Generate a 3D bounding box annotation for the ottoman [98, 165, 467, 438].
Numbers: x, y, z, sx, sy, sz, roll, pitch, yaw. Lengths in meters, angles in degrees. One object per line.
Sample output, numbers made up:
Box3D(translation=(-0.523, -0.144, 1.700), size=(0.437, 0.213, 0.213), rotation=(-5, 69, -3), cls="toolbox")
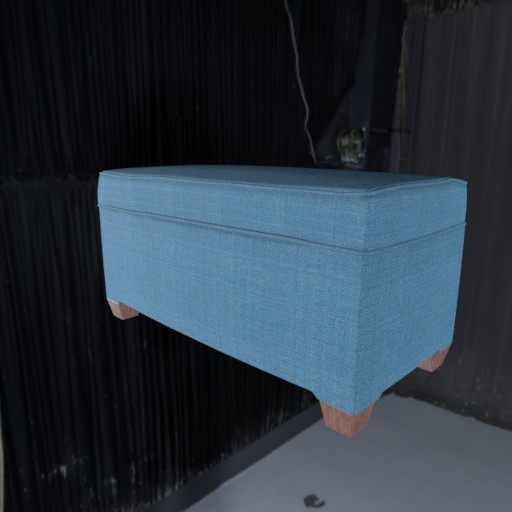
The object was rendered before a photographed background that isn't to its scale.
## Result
Box3D(translation=(0.000, 0.000, 1.205), size=(0.943, 0.474, 0.474), rotation=(13, 19, 43), cls="ottoman")
